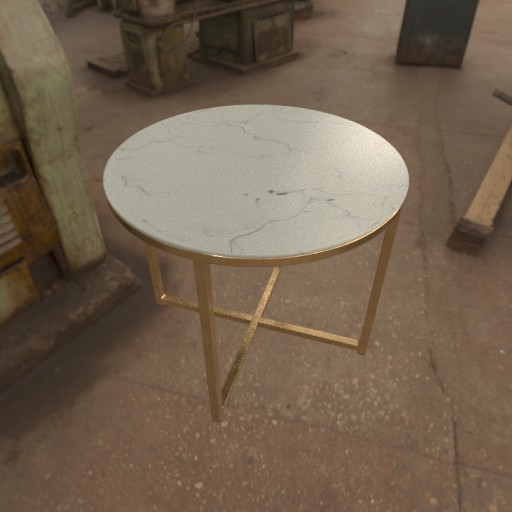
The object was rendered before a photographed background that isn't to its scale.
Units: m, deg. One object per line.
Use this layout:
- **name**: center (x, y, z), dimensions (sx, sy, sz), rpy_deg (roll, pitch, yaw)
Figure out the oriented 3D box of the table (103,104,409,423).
- **table**: center (0.000, 0.000, 0.883), dimensions (0.500, 0.420, 0.500), rpy_deg (0, 40, 0)
